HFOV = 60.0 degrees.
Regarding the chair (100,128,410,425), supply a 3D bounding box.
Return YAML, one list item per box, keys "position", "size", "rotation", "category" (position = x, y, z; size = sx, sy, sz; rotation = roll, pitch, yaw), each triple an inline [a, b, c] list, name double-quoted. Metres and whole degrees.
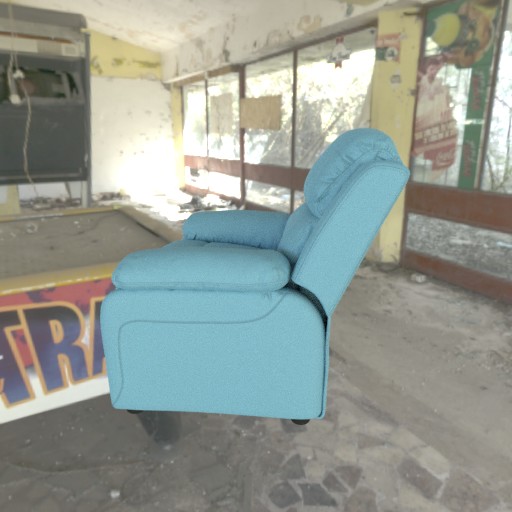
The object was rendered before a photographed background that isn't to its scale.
- position: [0.000, 0.000, 1.268]
  size: [0.709, 0.702, 0.680]
  rotation: [2, 16, 7]
  category: "chair"
